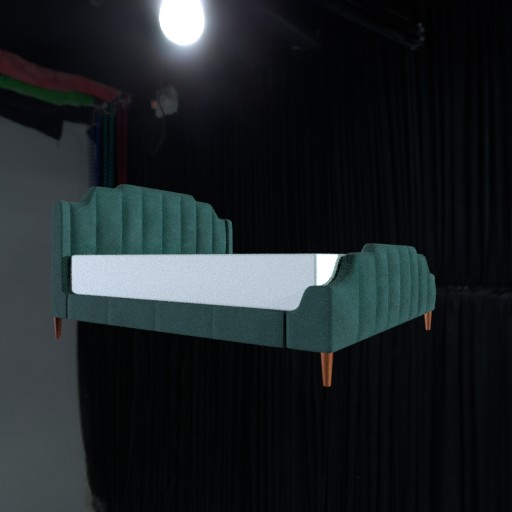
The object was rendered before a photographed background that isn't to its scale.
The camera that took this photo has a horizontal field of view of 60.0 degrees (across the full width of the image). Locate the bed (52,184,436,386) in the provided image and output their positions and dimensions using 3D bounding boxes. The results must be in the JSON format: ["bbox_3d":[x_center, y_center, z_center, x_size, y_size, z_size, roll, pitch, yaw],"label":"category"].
[{"bbox_3d":[0.000,0.000,3.547,2.340,1.245,2.074,0,0,34],"label":"bed"}]
